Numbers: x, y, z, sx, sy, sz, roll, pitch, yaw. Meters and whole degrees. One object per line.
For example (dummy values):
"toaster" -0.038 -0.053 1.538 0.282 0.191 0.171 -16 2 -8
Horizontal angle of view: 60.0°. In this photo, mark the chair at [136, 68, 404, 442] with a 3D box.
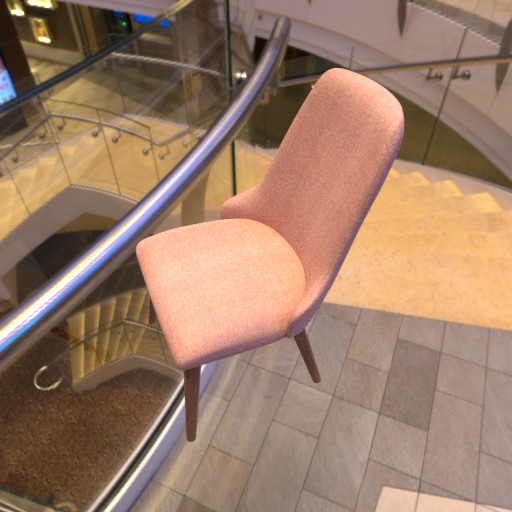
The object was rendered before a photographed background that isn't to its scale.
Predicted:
"chair" 0.000 0.000 1.334 0.707 0.918 0.535 -17 49 -16
